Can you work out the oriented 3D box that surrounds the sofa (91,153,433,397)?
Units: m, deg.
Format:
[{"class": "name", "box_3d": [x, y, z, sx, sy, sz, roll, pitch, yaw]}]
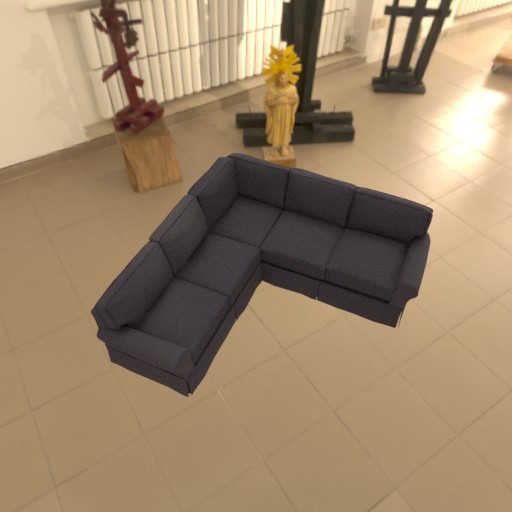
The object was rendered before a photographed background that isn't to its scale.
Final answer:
[{"class": "sofa", "box_3d": [0.000, 0.000, 5.053, 3.773, 1.169, 2.874, -26, 52, -22]}]
